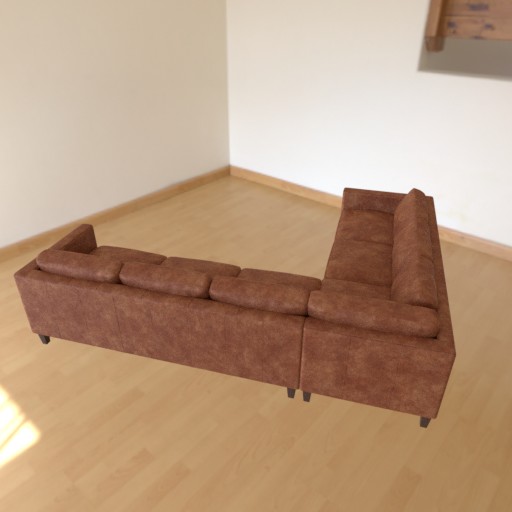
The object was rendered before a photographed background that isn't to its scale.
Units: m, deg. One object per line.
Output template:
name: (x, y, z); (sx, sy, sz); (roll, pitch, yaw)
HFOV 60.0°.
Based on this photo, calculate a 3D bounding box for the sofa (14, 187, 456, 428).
sofa: (0.000, 0.000, 4.120); (3.150, 0.838, 2.438); (8, 32, 14)
